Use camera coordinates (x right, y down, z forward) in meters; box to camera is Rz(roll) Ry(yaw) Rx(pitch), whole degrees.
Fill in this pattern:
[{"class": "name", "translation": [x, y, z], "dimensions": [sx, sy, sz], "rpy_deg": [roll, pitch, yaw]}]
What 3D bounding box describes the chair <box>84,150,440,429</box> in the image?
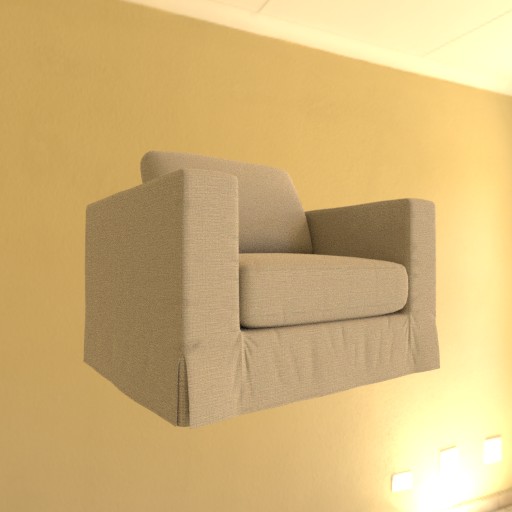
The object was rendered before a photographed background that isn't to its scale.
[{"class": "chair", "translation": [0.000, 0.000, 1.808], "dimensions": [1.150, 0.878, 0.957], "rpy_deg": [0, -1, -35]}]
